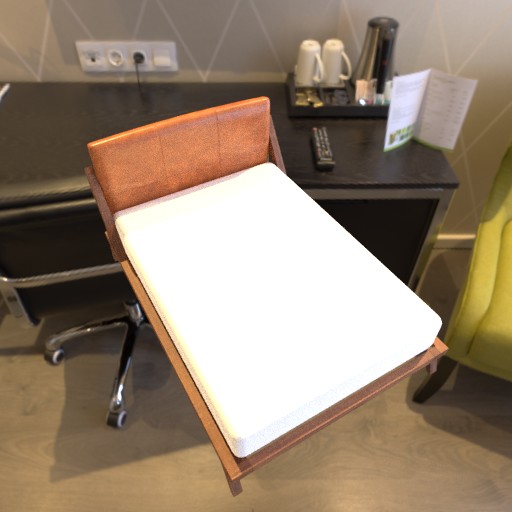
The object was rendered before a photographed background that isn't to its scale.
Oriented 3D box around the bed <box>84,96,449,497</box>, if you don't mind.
[{"bbox_3d":[0.000,0.000,3.179,1.651,1.168,2.311,-22,49,-21],"label":"bed"}]
